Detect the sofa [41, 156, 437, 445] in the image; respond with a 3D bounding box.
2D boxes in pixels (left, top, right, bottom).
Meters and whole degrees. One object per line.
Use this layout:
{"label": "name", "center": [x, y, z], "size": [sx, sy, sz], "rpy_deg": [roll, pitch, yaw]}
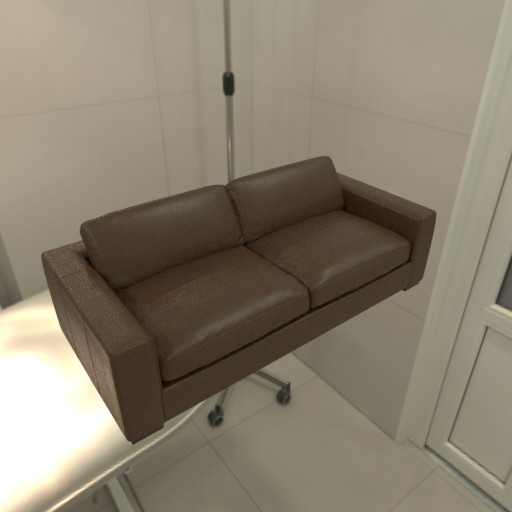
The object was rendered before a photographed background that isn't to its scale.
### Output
{"label": "sofa", "center": [0.000, 0.000, 2.789], "size": [2.262, 0.801, 1.070], "rpy_deg": [-21, 37, -31]}
